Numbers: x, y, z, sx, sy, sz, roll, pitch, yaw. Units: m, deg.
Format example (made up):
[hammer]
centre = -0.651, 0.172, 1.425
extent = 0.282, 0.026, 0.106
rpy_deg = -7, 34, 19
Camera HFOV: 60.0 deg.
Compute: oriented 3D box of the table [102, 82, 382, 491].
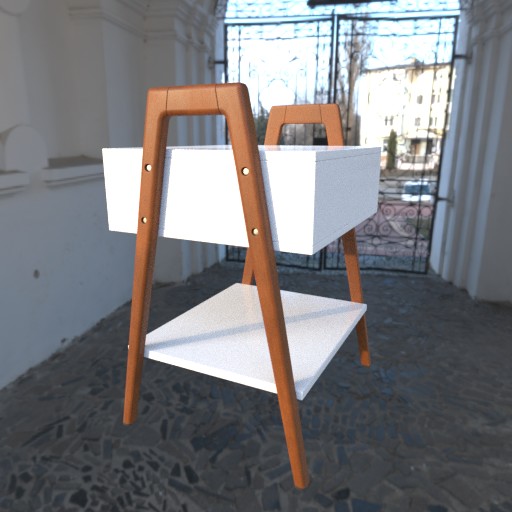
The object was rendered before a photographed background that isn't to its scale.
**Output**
[table]
centre = 0.000, 0.000, 0.902
extent = 0.405, 0.610, 0.457
rpy_deg = 7, 17, 26
